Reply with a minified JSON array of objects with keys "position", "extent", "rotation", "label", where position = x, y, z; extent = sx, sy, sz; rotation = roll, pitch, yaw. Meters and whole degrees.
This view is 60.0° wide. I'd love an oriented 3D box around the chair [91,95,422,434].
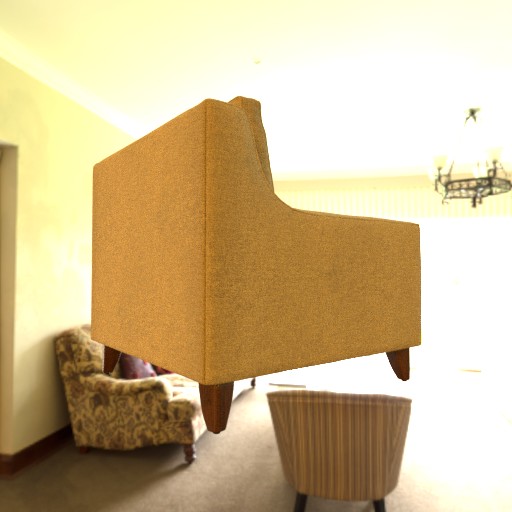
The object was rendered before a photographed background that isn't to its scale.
[{"position":[0.000,0.000,1.593],"extent":[0.918,0.864,0.838],"rotation":[1,-2,-37],"label":"chair"}]
